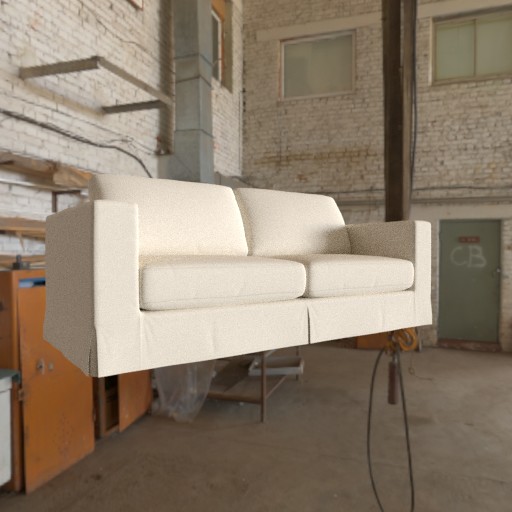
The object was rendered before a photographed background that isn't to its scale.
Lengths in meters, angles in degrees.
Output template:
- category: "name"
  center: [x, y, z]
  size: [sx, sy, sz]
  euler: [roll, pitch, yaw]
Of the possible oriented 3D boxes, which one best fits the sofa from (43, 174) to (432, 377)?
- category: "sofa"
  center: [0.000, 0.000, 2.631]
  size: [2.163, 0.881, 0.954]
  euler: [0, 1, -35]
